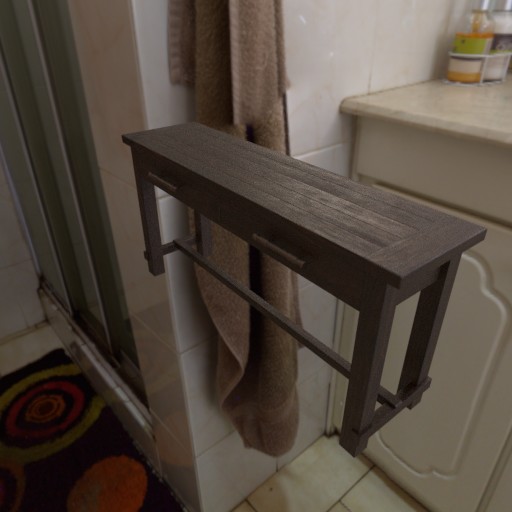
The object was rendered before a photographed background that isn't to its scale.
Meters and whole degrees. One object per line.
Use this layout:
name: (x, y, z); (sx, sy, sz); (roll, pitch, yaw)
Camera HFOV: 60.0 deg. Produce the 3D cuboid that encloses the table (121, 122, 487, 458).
table: (0.000, 0.000, 1.893); (0.442, 0.762, 1.599); (-22, 37, -33)
